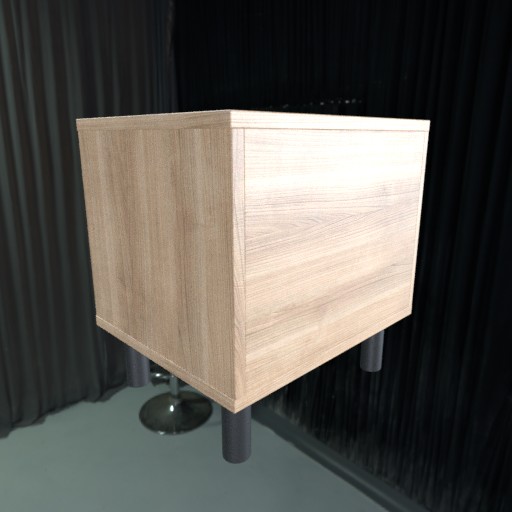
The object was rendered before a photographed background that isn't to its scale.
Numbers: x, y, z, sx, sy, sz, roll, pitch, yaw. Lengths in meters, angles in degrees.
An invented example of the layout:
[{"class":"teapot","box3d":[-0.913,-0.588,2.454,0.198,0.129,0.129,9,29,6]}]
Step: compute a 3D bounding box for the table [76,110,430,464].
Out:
[{"class":"table","box3d":[0.000,0.000,0.783,0.445,0.460,0.380,-14,21,-43]}]
